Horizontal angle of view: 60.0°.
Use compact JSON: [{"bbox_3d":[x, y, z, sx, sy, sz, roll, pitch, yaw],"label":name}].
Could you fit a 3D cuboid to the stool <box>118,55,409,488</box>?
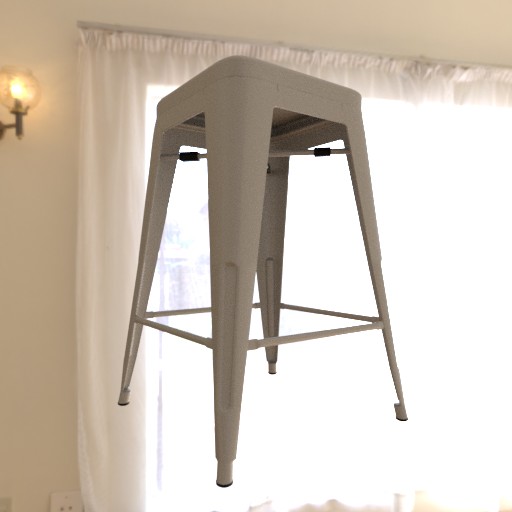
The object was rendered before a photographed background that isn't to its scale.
[{"bbox_3d":[0.000,0.000,0.860,0.410,0.608,0.410,0,1,-36],"label":"stool"}]
